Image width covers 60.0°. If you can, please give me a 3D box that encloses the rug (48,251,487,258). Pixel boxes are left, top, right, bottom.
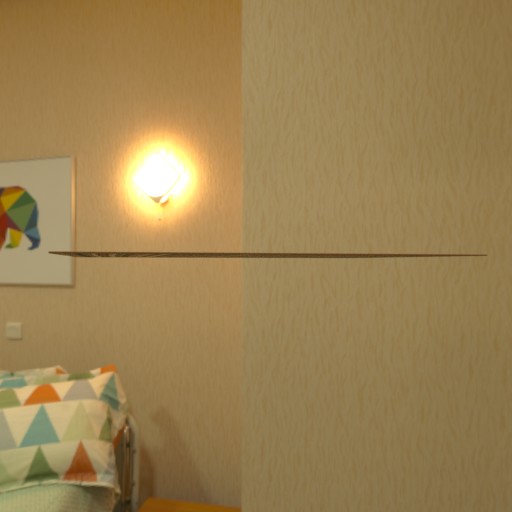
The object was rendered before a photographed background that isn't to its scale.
[{"bbox_3d":[0.000,0.000,2.314,1.829,0.008,1.219,0,-1,-18],"label":"rug"}]
